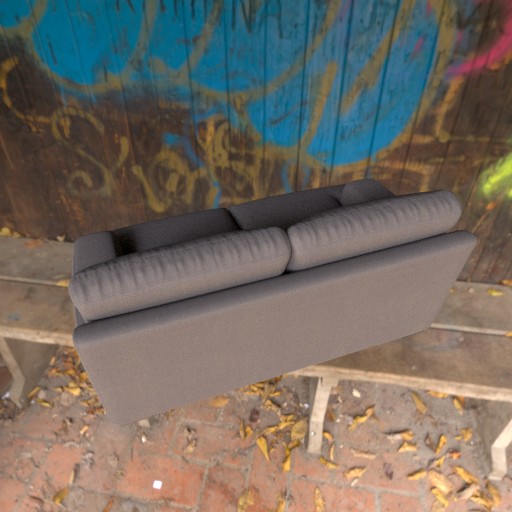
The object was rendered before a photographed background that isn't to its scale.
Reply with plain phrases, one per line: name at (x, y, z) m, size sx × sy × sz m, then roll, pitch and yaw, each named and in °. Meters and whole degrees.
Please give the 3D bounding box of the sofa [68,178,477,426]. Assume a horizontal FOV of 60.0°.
sofa at (0.000, 0.000, 2.422) m, size 1.880 × 0.940 × 1.143 m, roll -13°, pitch 43°, yaw -15°
